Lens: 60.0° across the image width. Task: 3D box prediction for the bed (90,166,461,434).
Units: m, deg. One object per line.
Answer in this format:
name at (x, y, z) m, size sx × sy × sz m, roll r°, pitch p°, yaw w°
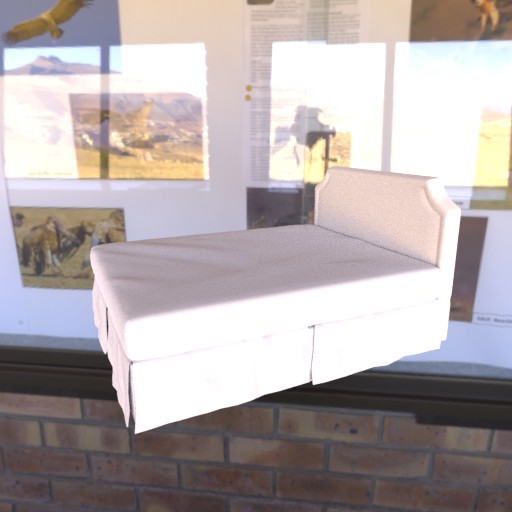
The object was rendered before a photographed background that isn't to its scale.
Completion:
bed at (0.000, 0.000, 3.626) m, size 2.498 × 1.293 × 1.977 m, roll -7°, pitch 17°, yaw -24°
